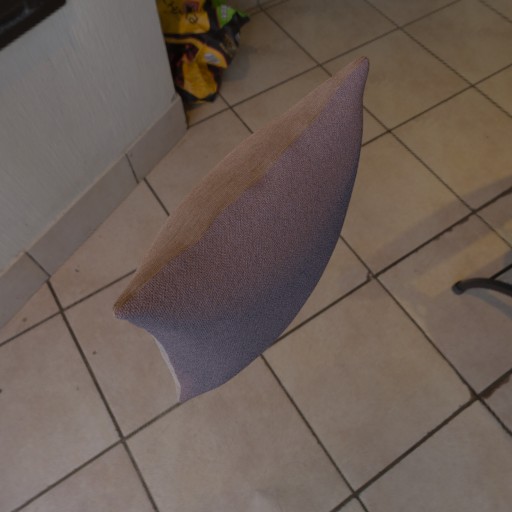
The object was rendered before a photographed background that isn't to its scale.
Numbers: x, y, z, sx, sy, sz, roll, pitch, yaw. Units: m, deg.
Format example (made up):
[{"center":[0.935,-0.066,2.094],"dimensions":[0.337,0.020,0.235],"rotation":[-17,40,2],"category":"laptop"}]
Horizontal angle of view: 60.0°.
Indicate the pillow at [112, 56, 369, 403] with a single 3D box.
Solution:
[{"center":[0.000,0.000,0.680],"dimensions":[0.204,0.439,0.452],"rotation":[35,67,17],"category":"pillow"}]
